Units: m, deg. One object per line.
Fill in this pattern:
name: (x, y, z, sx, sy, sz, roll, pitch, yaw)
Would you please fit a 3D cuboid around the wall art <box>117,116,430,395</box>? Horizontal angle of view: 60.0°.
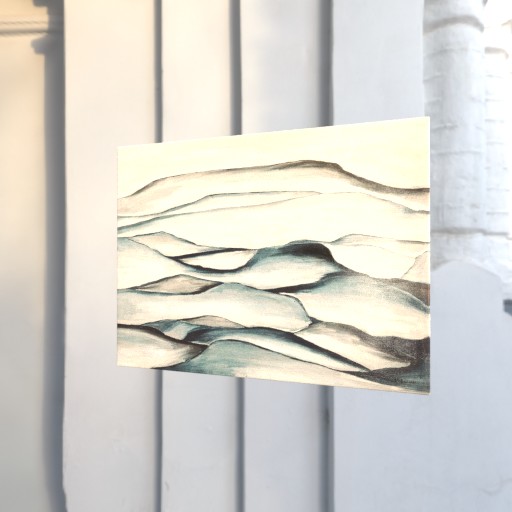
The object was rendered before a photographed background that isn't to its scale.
wall art: (0.000, 0.000, 1.670, 1.219, 0.915, 0.039, 0, 0, 19)
